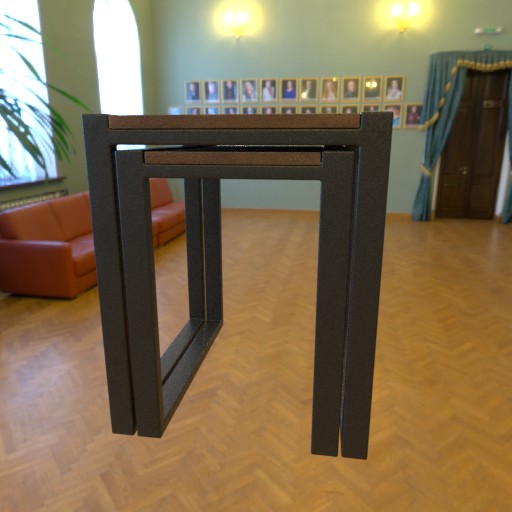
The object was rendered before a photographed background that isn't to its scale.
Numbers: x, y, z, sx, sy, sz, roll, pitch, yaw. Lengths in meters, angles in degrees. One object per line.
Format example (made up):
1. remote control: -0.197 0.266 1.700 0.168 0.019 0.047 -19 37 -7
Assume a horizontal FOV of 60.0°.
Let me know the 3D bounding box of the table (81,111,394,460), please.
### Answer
1. table: 0.000 0.000 0.932 0.449 0.550 0.500 2 15 8
